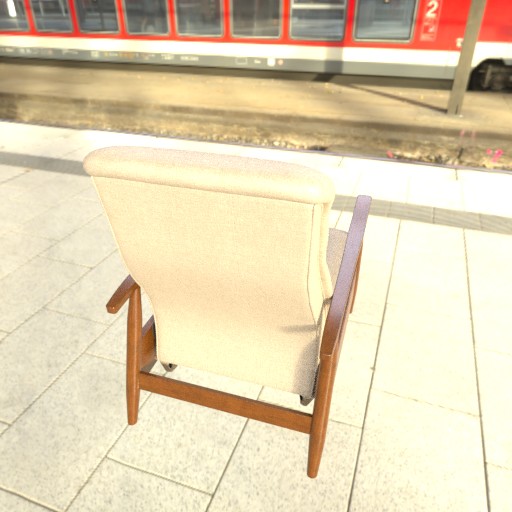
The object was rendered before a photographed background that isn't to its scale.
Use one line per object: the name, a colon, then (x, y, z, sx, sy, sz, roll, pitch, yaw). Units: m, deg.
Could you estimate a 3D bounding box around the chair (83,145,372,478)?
chair: (0.000, 0.000, 1.709, 0.762, 1.082, 1.030, 9, 33, 15)
